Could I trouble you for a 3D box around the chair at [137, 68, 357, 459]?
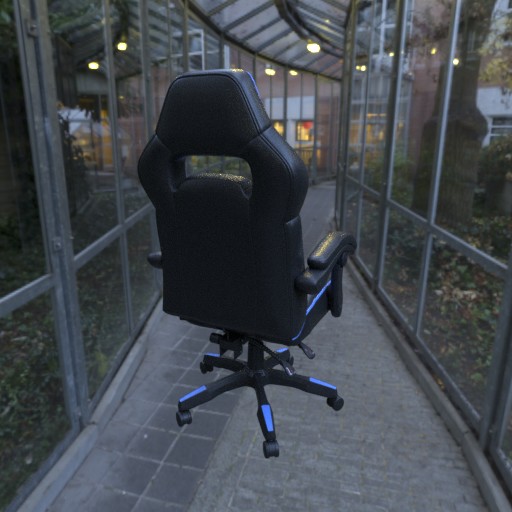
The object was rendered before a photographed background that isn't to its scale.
[{"bbox_3d":[0.000,0.000,1.721,0.700,1.280,0.700,8,17,26],"label":"chair"}]
